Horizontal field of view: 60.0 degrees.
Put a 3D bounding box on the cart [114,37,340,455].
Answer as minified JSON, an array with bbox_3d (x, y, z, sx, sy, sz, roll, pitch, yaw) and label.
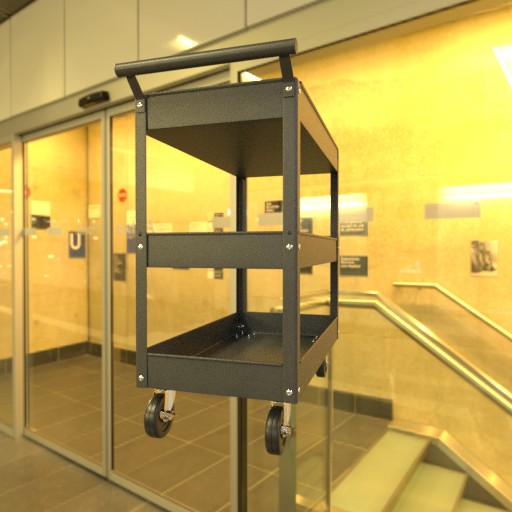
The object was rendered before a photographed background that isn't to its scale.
[{"bbox_3d":[0.000,0.000,1.173,0.366,0.780,0.719,0,1,17],"label":"cart"}]
